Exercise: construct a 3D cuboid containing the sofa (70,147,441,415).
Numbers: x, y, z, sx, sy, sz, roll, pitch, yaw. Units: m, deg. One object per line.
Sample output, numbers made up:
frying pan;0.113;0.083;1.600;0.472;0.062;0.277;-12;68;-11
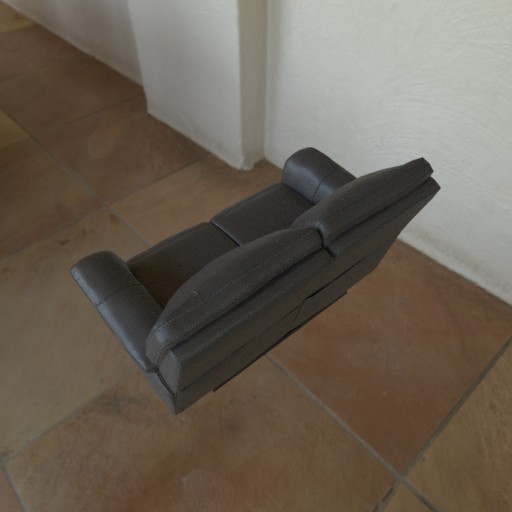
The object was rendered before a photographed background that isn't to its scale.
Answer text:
sofa;0.000;0.000;2.515;1.765;1.111;1.104;-31;54;-26
